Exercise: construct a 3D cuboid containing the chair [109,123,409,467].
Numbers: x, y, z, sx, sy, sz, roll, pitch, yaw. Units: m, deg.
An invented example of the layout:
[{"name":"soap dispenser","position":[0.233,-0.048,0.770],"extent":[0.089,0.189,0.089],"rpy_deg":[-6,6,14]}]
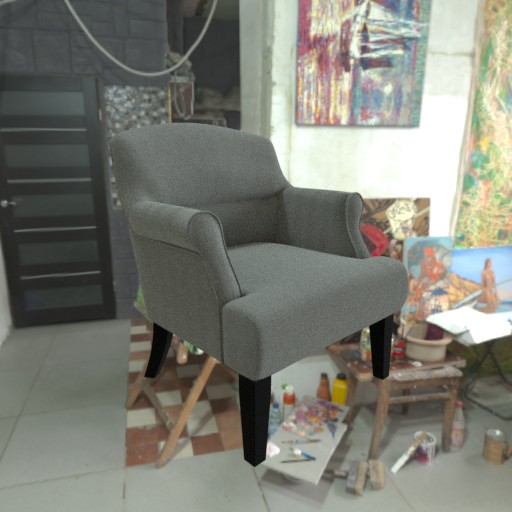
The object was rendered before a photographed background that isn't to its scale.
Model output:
[{"name":"chair","position":[0.000,0.000,1.486],"extent":[0.772,0.880,0.755],"rpy_deg":[-13,19,-43]}]
